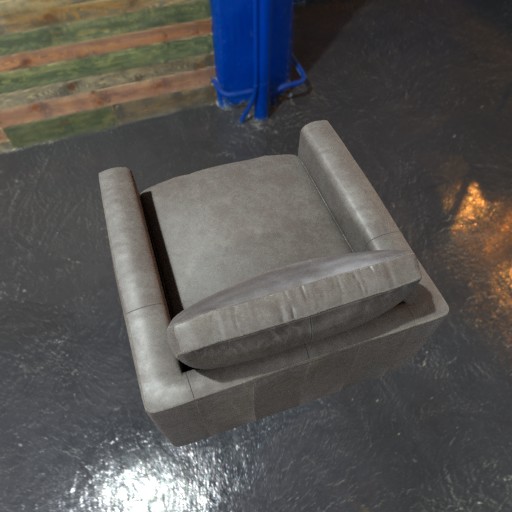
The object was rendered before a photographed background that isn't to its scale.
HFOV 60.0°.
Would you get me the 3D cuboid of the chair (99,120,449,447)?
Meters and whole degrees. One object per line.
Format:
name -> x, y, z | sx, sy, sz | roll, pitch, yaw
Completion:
chair -> 0.000, 0.000, 1.825 | 1.106, 0.807, 1.080 | -16, 57, -10
